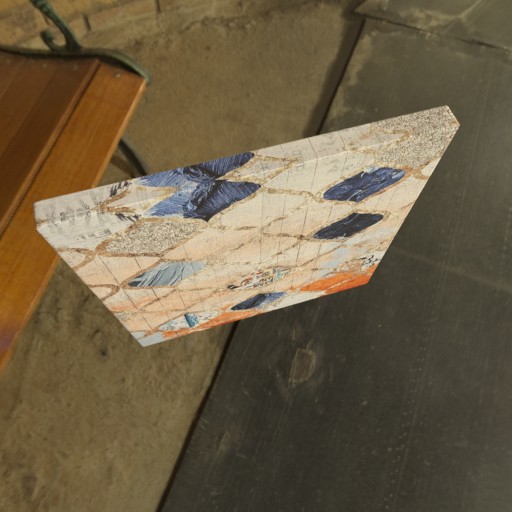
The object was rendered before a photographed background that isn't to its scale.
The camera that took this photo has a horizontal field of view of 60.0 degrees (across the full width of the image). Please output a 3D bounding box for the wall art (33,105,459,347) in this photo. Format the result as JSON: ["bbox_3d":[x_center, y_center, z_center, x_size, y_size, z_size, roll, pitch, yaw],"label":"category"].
[{"bbox_3d":[0.000,0.000,0.741,0.507,0.508,0.038,-15,65,-7],"label":"wall art"}]
